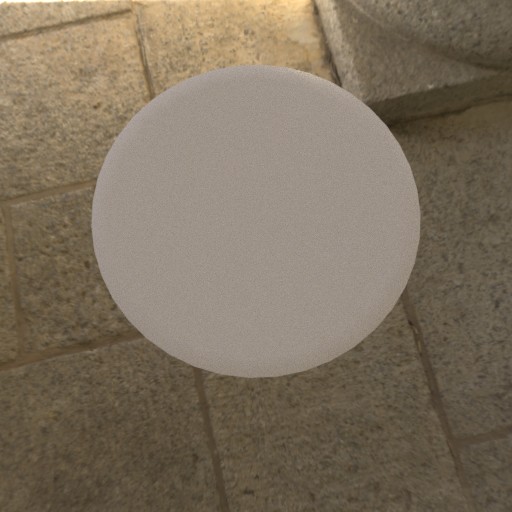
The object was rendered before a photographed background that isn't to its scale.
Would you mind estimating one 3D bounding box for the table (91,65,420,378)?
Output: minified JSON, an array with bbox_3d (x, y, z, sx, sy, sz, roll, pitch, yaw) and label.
[{"bbox_3d":[0.000,0.000,1.009,0.513,0.653,0.513,0,77,0],"label":"table"}]
